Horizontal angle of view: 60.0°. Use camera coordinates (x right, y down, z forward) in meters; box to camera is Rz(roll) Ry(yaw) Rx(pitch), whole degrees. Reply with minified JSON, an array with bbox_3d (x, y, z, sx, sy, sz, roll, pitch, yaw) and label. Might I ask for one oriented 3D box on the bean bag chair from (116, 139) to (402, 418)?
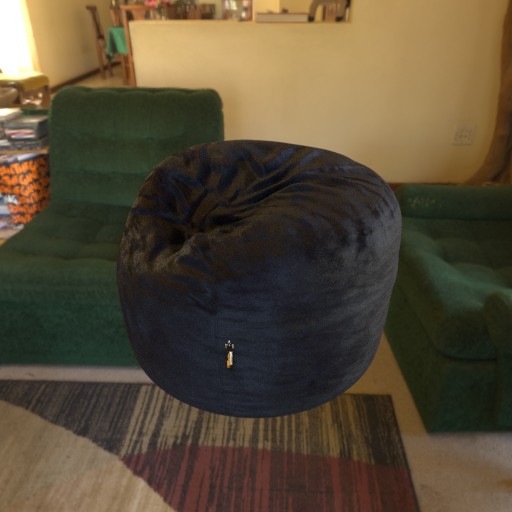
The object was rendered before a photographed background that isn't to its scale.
[{"bbox_3d":[0.000,0.000,1.498,0.918,0.616,0.918,0,30,0],"label":"bean bag chair"}]
